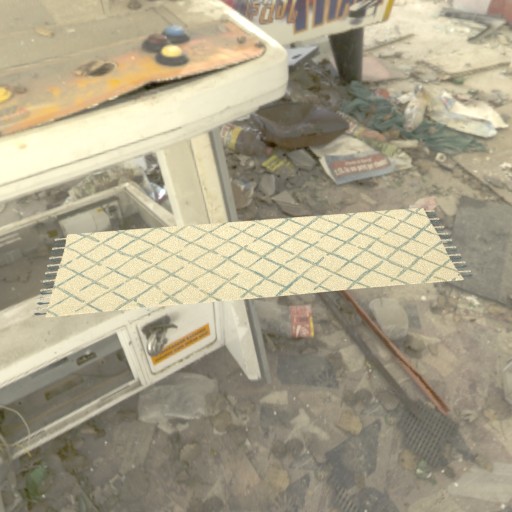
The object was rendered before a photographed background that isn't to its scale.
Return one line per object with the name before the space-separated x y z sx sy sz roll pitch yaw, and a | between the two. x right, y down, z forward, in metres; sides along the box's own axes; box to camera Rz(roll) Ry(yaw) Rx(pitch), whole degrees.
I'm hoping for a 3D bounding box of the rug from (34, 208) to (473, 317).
rug | 0.000 0.000 2.568 2.372 0.008 0.620 -5 46 -4
